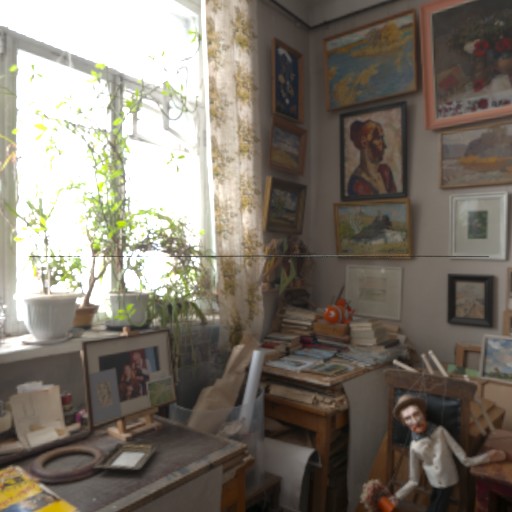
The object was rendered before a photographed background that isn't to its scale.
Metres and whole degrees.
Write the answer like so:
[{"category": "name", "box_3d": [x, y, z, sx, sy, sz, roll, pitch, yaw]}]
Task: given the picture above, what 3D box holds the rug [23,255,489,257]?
[{"category": "rug", "box_3d": [0.000, 0.000, 4.074, 3.048, 0.013, 2.438, 0, 0, 0]}]
